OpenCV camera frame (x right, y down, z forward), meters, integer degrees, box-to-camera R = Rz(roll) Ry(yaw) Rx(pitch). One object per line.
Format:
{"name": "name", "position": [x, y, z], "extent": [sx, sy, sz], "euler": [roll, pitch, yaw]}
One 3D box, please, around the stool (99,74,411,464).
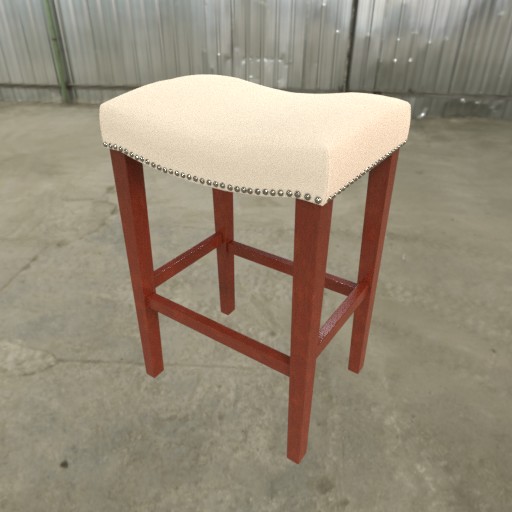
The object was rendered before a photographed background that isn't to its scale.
{"name": "stool", "position": [0.000, 0.000, 1.035], "extent": [0.504, 0.742, 0.372], "euler": [20, 36, 29]}
